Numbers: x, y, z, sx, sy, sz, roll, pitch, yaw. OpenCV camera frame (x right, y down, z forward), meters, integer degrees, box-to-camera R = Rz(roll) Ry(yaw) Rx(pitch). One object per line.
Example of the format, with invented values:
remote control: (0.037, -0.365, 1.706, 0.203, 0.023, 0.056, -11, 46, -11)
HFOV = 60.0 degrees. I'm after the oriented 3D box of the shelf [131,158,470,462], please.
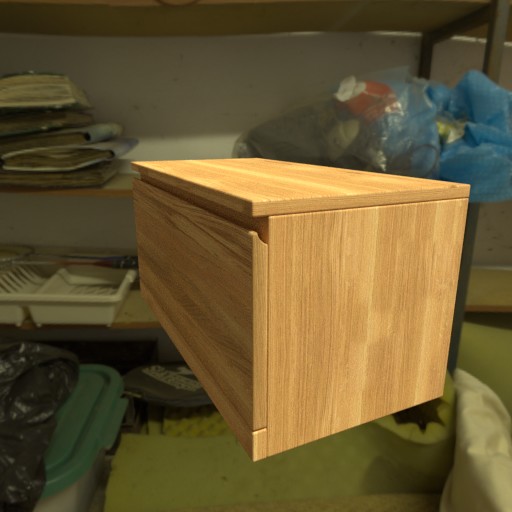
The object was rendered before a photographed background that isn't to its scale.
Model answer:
shelf: (0.000, 0.000, 1.048, 0.400, 0.400, 0.800, -8, 18, -25)
